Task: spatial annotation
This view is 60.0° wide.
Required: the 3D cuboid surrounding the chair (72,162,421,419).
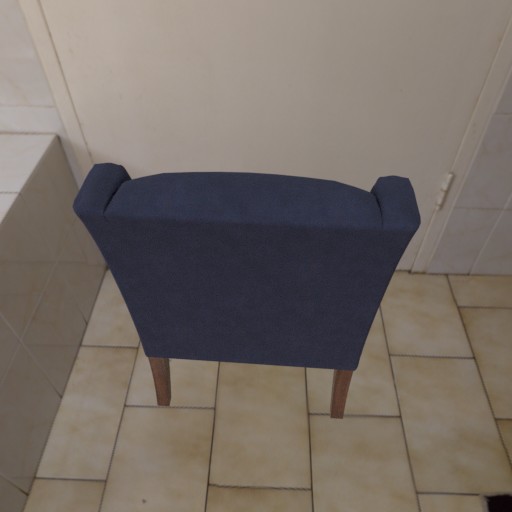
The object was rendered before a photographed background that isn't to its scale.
[{"bbox_3d":[0.000,0.000,1.286,0.629,0.895,0.629,3,47,3],"label":"chair"}]
